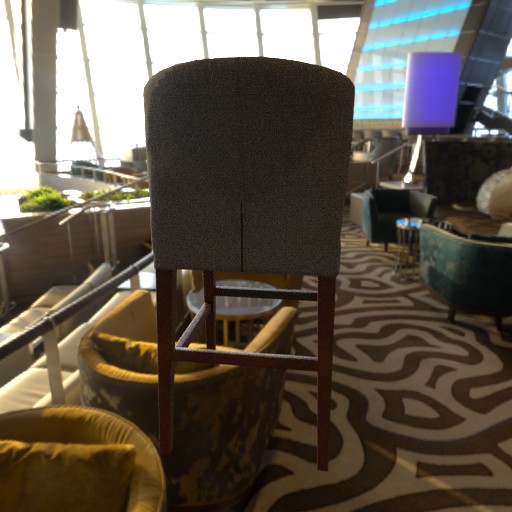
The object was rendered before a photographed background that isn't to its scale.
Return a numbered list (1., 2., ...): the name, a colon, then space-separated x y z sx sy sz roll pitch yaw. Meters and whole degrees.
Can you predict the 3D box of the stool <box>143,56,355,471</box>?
1. stool: 0.000 0.000 1.258 0.479 0.968 0.568 2 16 8
